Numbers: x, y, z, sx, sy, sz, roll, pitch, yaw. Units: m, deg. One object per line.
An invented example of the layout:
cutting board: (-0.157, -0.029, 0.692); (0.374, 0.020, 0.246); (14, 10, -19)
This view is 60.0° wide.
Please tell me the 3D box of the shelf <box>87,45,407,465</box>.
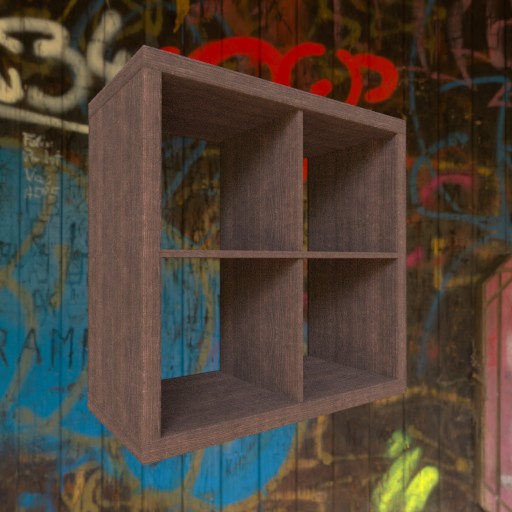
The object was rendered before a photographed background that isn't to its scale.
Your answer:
shelf: (0.000, 0.000, 1.215); (0.790, 0.786, 0.390); (0, -1, -35)
